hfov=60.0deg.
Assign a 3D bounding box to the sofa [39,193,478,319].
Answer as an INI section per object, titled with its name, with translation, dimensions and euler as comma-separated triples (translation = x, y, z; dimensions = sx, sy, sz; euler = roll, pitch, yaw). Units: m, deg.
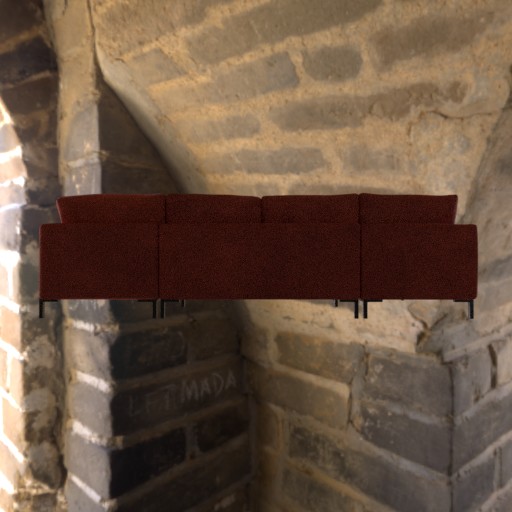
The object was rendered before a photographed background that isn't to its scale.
[sofa]
translation = 0.000, 0.000, 3.900
dimensions = 2.971, 0.858, 1.981
euler = 0, -1, 1
